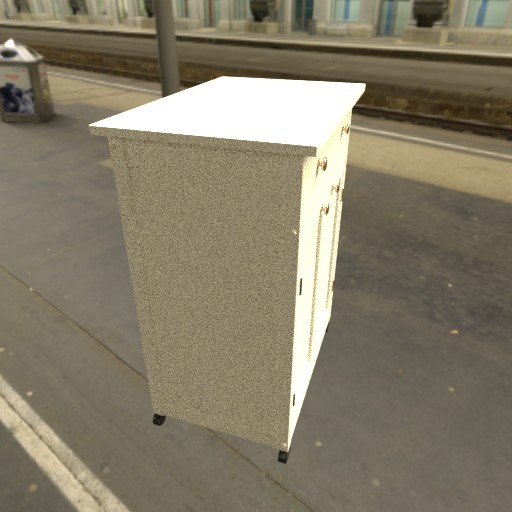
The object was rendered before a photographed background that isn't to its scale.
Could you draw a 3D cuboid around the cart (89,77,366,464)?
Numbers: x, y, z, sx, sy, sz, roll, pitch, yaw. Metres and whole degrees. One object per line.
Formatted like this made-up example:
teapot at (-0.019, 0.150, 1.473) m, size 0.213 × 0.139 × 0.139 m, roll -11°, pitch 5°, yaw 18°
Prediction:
cart at (0.000, 0.000, 1.278) m, size 0.442 × 0.864 × 0.683 m, roll 10°, pitch 31°, yaw 16°
